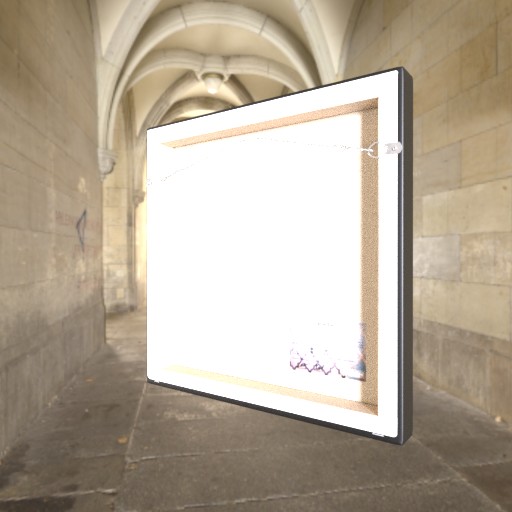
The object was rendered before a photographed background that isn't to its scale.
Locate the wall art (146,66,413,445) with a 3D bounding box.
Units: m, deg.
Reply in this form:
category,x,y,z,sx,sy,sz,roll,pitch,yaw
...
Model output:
category,x,y,z,sx,sy,sz,roll,pitch,yaw
wall art,0.000,0.000,0.601,0.406,0.407,0.041,0,0,35
